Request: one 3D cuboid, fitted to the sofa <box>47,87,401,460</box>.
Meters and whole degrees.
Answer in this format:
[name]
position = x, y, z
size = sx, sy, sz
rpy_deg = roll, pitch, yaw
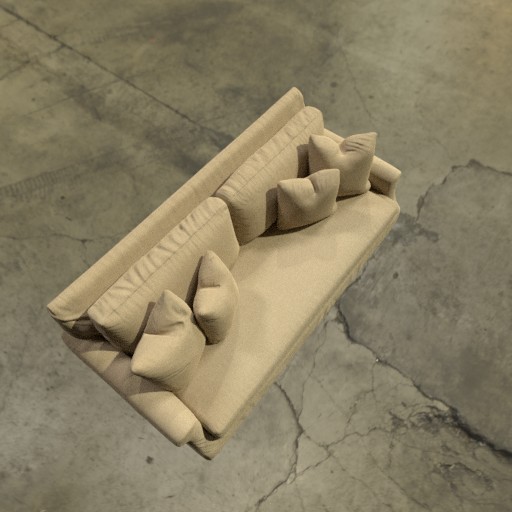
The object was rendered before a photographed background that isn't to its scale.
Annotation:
[sofa]
position = 0.000, 0.000, 2.834
size = 1.067, 0.904, 2.285
rpy_deg = 34, 65, 18
